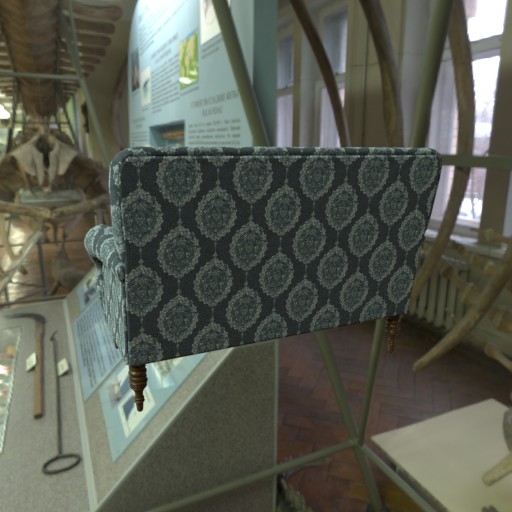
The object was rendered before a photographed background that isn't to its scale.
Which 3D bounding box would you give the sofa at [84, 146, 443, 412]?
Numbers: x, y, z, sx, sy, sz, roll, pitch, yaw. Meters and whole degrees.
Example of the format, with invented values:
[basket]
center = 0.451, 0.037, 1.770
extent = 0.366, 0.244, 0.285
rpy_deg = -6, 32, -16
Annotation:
[sofa]
center = 0.000, 0.000, 1.829
extent = 1.297, 0.867, 0.779
rpy_deg = -6, 15, -24
